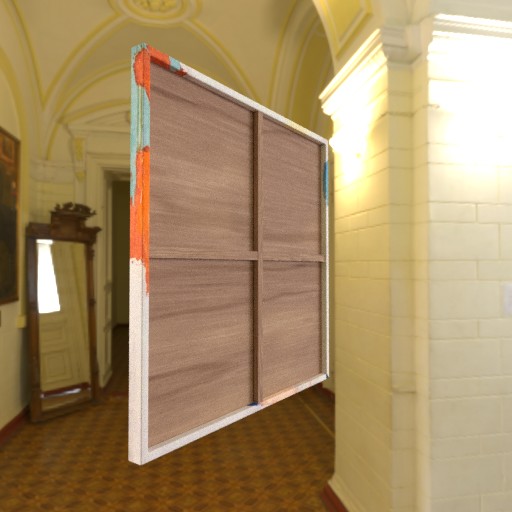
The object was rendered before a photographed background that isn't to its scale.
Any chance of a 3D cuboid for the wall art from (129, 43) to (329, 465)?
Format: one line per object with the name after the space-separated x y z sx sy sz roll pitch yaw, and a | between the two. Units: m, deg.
0.000 0.000 1.194 0.037 0.814 0.814 -1 -2 35 | wall art
